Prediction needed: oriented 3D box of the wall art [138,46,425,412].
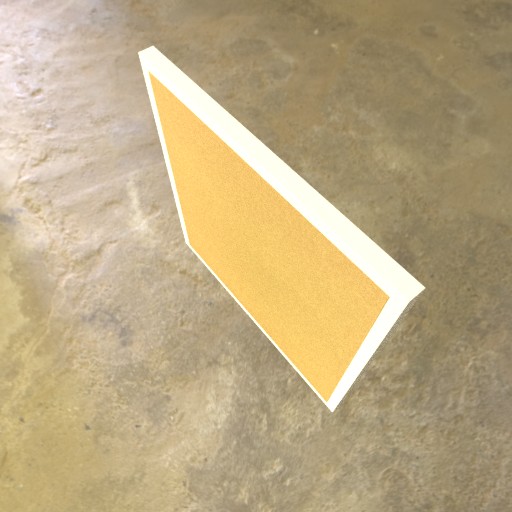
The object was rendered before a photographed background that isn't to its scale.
[{"bbox_3d":[0.000,0.000,1.138,0.038,0.761,0.763,-35,65,-19],"label":"wall art"}]
